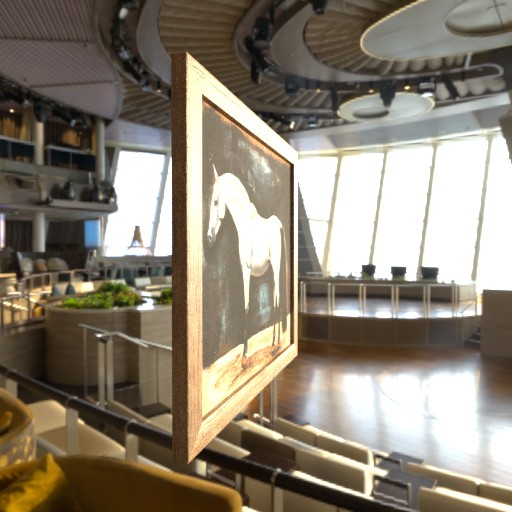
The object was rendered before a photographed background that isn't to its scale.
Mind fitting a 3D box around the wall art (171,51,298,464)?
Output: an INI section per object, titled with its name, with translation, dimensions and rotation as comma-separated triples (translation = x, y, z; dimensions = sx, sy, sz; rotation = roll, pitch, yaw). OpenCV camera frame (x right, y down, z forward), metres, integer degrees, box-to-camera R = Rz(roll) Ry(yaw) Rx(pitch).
[wall art]
translation = 0.000, 0.000, 0.961
dimensions = 0.026, 0.588, 0.690
rotation = 0, 1, 18
